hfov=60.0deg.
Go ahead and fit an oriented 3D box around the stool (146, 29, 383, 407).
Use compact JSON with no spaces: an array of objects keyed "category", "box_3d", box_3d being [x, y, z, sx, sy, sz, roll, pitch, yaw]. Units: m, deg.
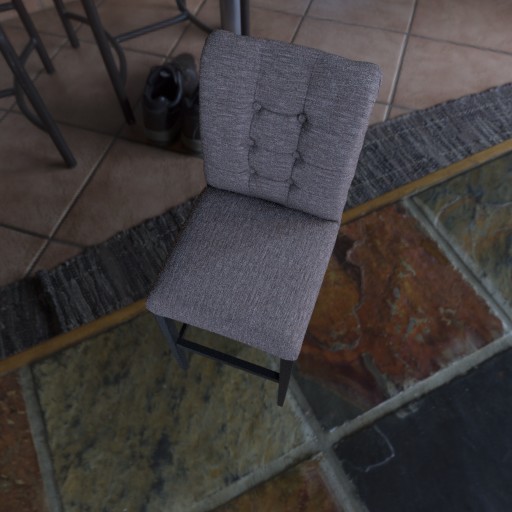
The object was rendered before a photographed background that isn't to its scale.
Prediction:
[{"category":"stool","box_3d":[0.000,0.000,1.414,0.452,1.131,0.613,17,61,10]}]
